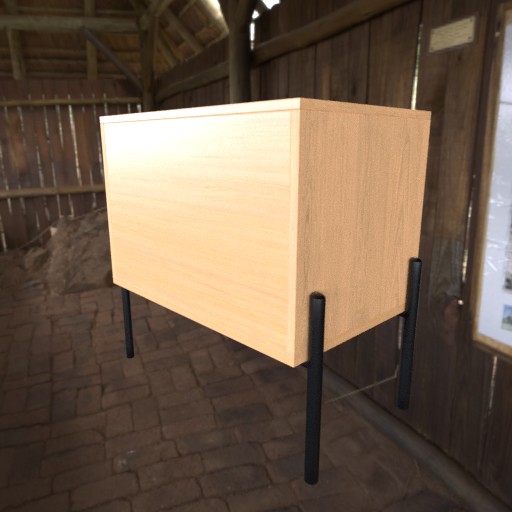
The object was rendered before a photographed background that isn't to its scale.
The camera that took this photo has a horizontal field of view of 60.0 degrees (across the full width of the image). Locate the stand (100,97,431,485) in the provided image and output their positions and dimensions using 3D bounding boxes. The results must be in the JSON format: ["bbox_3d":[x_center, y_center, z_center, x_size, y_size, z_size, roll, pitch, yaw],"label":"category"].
[{"bbox_3d":[0.000,0.000,0.985,0.400,0.600,0.630,-13,19,-42],"label":"stand"}]
